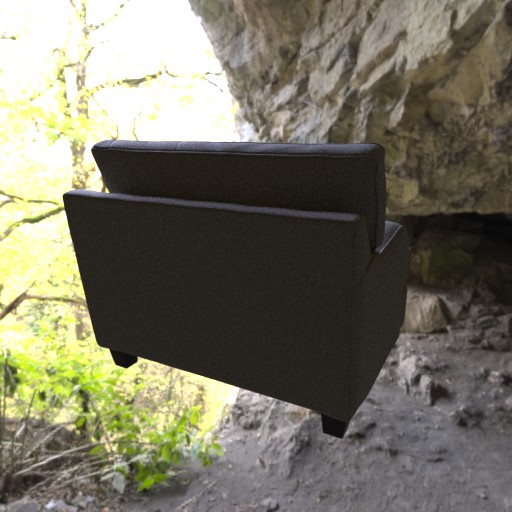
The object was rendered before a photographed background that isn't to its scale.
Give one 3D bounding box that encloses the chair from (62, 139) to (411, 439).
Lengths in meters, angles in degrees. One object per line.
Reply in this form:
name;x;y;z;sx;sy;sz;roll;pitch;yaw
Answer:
chair;0.000;0.000;1.989;1.220;1.016;1.040;8;18;27
